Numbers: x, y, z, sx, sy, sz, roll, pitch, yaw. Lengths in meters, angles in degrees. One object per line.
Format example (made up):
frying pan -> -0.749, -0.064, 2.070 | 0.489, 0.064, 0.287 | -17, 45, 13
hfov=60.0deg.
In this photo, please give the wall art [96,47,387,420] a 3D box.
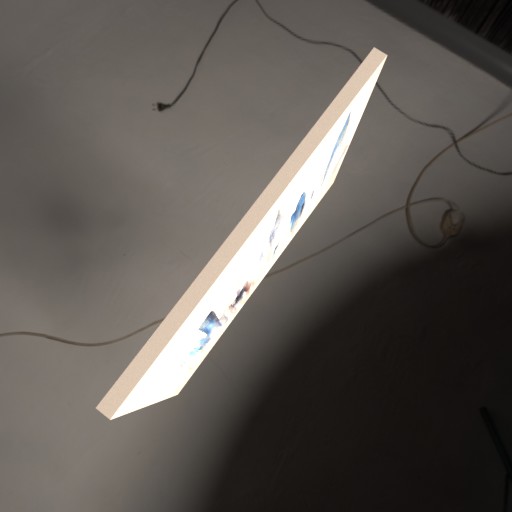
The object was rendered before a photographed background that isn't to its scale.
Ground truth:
wall art -> 0.000, 0.000, 1.332 | 0.038, 0.762, 1.016 | 35, 79, 8
